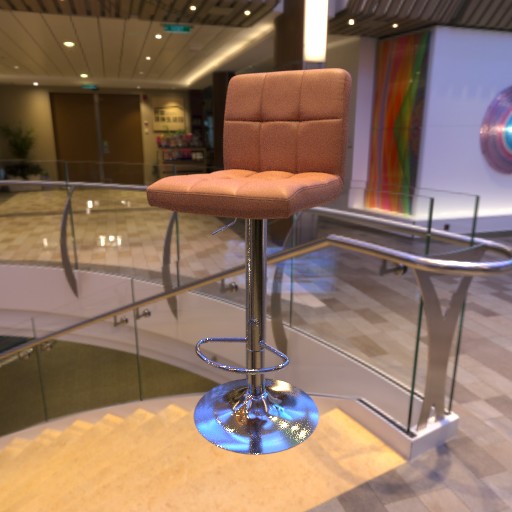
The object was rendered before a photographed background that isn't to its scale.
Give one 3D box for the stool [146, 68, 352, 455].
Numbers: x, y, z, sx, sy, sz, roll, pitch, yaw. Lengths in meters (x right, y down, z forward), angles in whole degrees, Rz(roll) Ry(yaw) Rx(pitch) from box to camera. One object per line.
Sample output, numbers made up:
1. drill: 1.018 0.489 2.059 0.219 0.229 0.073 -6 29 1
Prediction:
1. stool: 0.000 0.000 1.370 0.430 1.115 0.505 7 17 26
